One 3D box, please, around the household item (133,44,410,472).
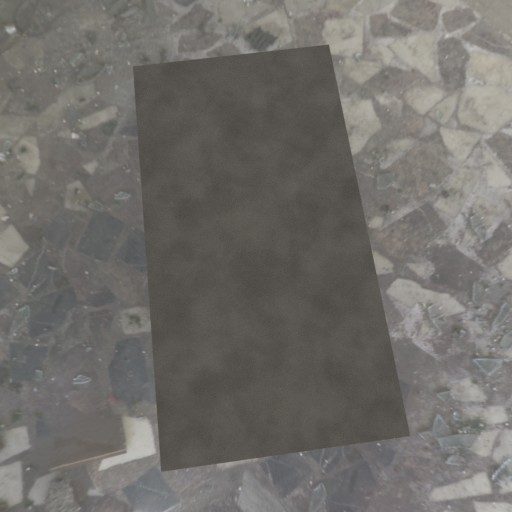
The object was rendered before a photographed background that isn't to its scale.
[{"bbox_3d":[0.000,0.000,2.066,0.850,0.755,1.600,-7,75,-2],"label":"household item"}]
